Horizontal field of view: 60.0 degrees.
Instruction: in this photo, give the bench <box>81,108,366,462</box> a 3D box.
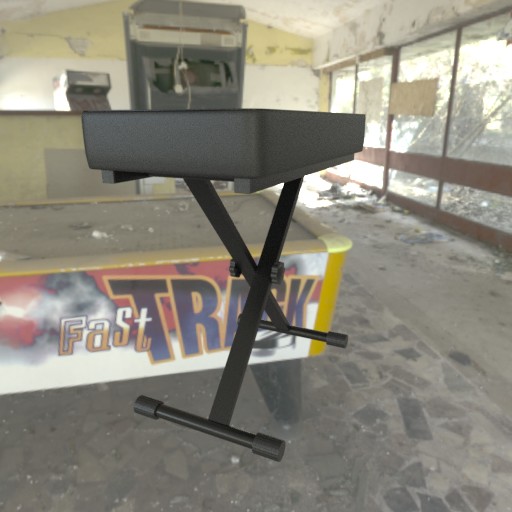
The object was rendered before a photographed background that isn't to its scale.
[{"bbox_3d":[0.000,0.000,0.913,0.300,0.561,0.600,8,19,24],"label":"bench"}]
